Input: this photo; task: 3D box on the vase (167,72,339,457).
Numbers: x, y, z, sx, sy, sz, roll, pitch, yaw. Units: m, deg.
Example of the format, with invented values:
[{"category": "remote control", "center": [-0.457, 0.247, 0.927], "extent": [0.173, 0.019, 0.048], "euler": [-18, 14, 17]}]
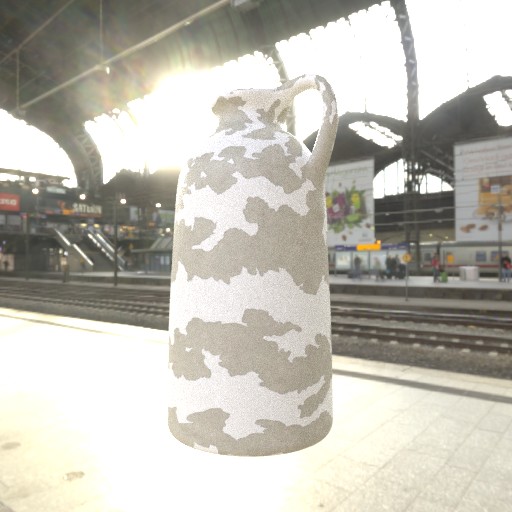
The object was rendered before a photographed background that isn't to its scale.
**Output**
[{"category": "vase", "center": [0.000, 0.000, 0.501], "extent": [0.203, 0.382, 0.186], "euler": [-1, -1, 36]}]
